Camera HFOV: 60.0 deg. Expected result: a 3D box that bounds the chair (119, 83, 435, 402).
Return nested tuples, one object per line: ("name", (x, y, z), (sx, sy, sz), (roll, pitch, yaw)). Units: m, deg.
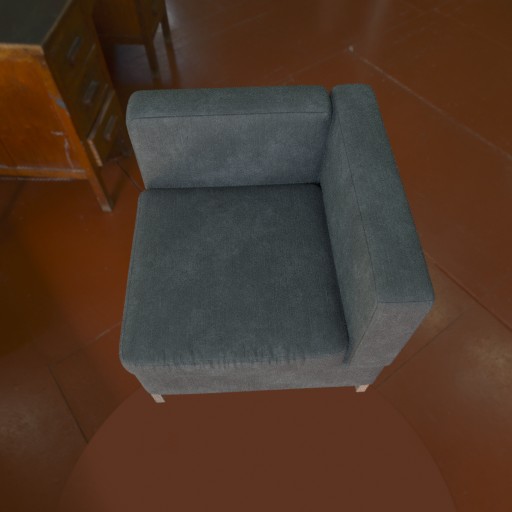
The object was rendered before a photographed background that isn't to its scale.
("chair", (0.000, 0.000, 1.252), (0.680, 0.660, 0.680), (-3, 57, -2))
